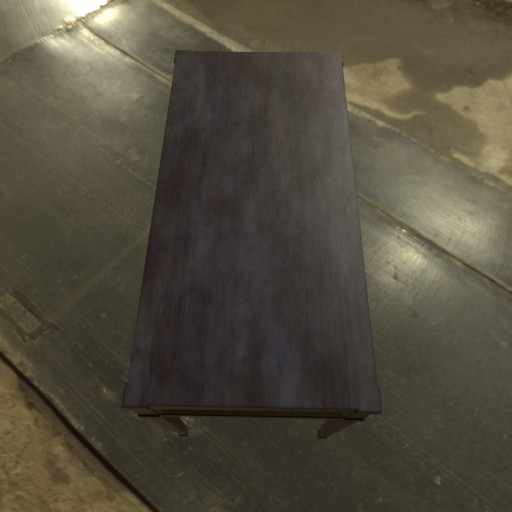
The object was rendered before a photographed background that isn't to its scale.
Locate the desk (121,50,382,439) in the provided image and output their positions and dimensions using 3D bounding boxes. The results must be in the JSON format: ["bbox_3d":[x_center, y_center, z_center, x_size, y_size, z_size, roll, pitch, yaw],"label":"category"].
[{"bbox_3d":[0.000,0.000,1.747,0.630,0.861,1.289,1,62,0],"label":"desk"}]
